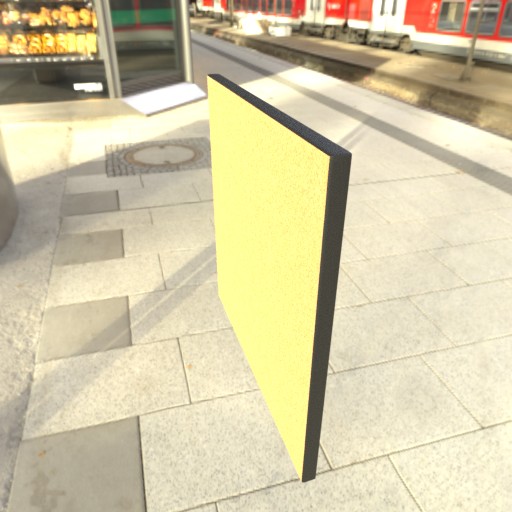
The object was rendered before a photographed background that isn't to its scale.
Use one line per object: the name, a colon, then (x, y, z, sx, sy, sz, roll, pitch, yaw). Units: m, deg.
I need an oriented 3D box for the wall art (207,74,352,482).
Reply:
wall art: (0.000, 0.000, 0.671, 0.022, 0.453, 0.456, -10, 32, -16)
